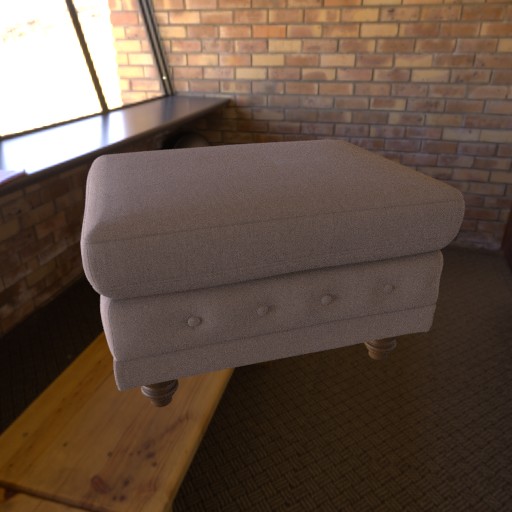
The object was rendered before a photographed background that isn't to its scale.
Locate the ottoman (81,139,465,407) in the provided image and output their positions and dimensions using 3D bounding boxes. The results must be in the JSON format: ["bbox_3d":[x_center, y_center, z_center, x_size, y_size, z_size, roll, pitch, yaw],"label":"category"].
[{"bbox_3d":[0.000,0.000,1.134,0.771,0.500,0.569,-8,27,-15],"label":"ottoman"}]
